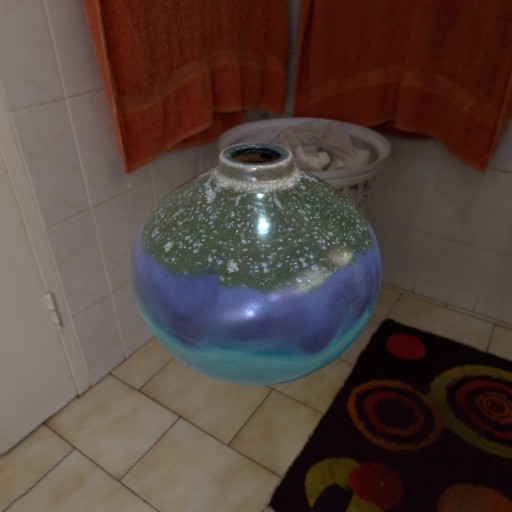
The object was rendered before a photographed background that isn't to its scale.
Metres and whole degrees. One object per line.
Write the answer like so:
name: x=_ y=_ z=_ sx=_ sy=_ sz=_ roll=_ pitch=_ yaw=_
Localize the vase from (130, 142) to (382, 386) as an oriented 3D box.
vase: x=0.000 y=0.000 z=0.277 sx=0.154 sy=0.133 sz=0.154 roll=0 pitch=33 yaw=0
